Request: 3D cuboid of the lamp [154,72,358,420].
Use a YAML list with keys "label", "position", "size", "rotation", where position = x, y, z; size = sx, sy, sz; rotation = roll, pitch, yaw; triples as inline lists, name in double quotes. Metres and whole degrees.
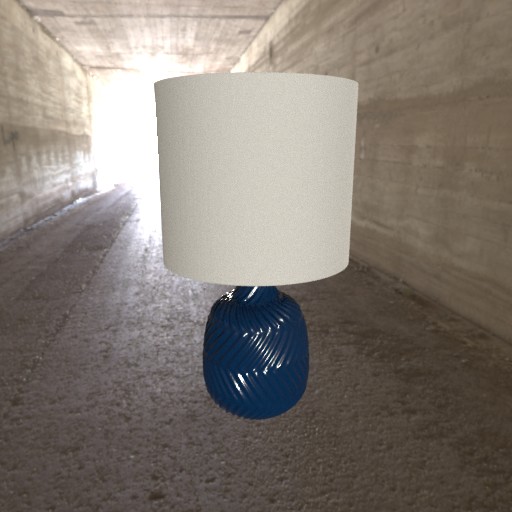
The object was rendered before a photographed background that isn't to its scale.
- label: "lamp"
  position: [0.000, 0.000, 0.496]
  size: [0.203, 0.368, 0.203]
  rotation: [14, 20, 42]
